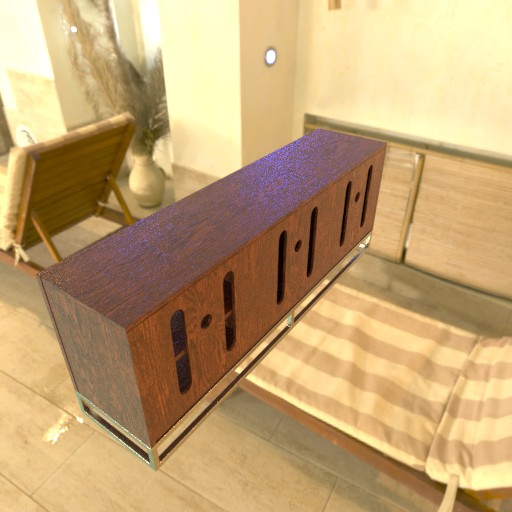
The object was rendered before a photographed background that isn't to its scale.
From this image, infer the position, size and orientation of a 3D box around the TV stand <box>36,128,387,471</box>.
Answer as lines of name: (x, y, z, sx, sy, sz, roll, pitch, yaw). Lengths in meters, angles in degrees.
TV stand: (0.000, 0.000, 1.780, 0.382, 0.578, 1.541, 22, 39, 29)
